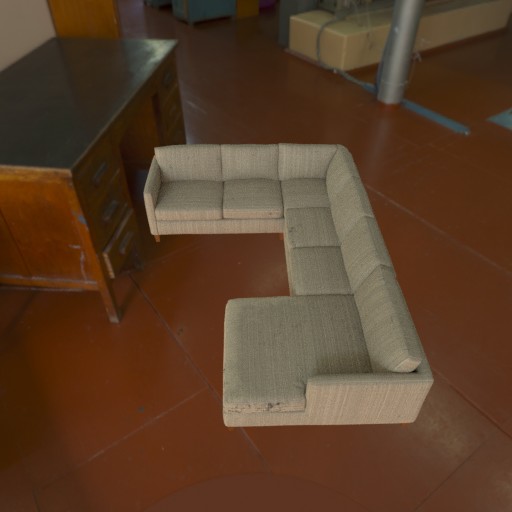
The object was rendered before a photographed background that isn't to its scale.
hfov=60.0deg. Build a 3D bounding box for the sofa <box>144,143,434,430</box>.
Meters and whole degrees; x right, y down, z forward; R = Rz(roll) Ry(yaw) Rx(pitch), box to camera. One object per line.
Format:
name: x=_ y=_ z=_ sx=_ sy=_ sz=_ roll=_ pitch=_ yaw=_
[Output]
sofa: x=0.000 y=0.000 z=4.670 sx=2.594 sy=0.961 sz=3.460 roll=-1 pitch=42 yaw=-1
